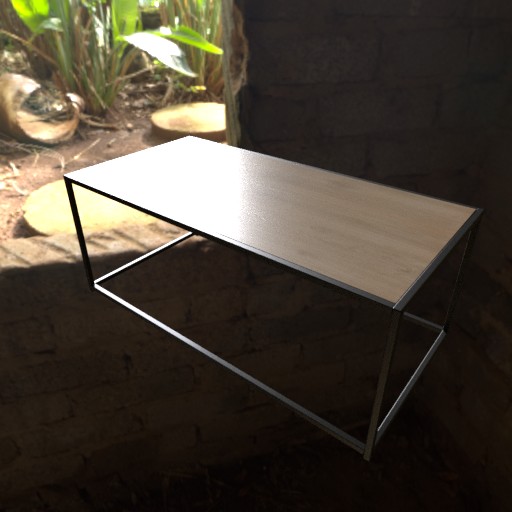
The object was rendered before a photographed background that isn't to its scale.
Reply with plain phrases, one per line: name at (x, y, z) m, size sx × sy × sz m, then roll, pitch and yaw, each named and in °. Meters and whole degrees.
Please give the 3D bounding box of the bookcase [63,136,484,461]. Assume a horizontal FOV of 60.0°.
bookcase at (0.000, 0.000, 1.259) m, size 1.000 × 0.400 × 0.500 m, roll 22°, pitch 37°, yaw 32°
